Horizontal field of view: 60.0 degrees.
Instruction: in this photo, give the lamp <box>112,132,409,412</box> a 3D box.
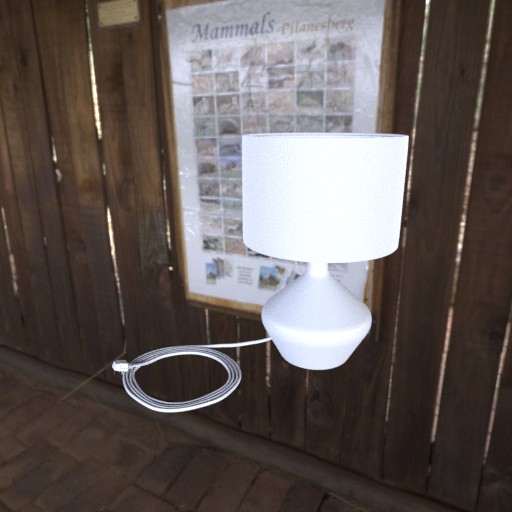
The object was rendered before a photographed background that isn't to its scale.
[{"bbox_3d":[0.000,0.000,0.870,0.546,0.457,0.401,3,17,8],"label":"lamp"}]
